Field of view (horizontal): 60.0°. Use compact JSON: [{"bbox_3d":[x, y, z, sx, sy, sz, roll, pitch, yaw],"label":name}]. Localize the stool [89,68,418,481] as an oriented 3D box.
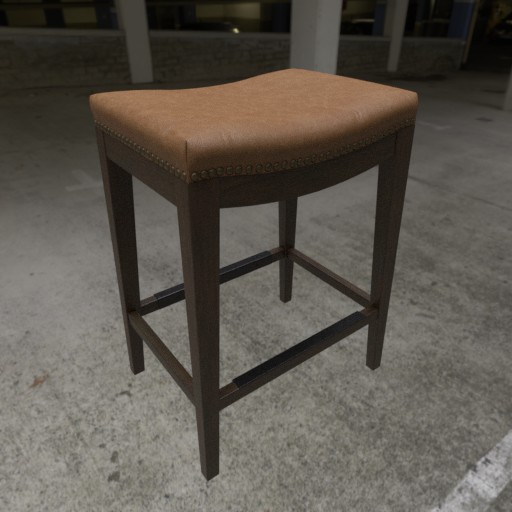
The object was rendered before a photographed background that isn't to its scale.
[{"bbox_3d":[0.000,0.000,0.925,0.500,0.660,0.361,-21,37,-31],"label":"stool"}]
